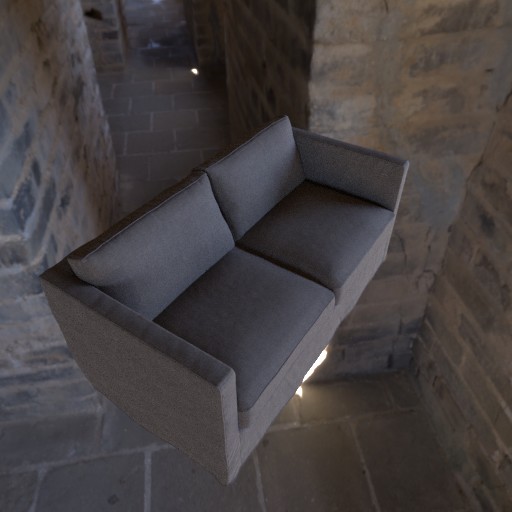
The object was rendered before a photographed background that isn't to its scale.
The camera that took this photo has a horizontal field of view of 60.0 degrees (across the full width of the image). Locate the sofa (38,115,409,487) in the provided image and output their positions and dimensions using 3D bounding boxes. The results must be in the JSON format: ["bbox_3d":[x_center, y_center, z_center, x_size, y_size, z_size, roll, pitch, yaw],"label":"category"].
[{"bbox_3d":[0.000,0.000,2.333,0.974,0.854,1.802,24,47,25],"label":"sofa"}]
